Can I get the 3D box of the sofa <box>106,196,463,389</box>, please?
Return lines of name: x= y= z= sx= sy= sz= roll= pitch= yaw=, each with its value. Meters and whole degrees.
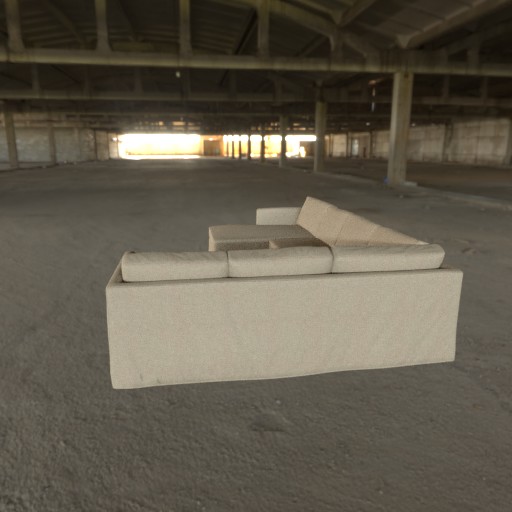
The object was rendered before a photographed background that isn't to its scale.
sofa: x=0.000 y=0.000 z=4.618 sx=2.476 sy=0.878 sz=3.528 roll=-2 pitch=14 yaw=-9
